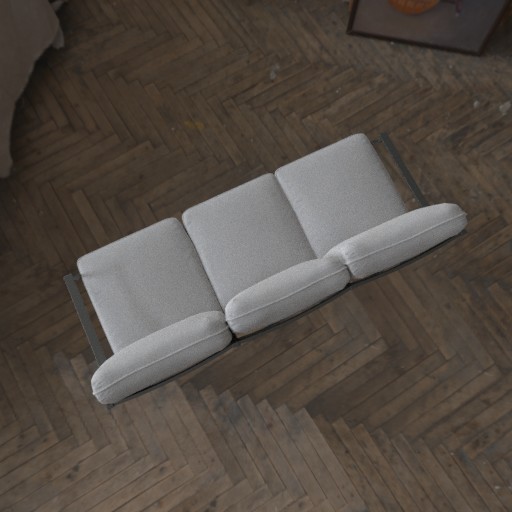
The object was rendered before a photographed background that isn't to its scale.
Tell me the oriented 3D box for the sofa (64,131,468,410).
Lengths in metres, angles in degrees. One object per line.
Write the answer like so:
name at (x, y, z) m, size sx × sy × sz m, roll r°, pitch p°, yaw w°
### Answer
sofa at (0.000, 0.000, 2.227) m, size 1.740 × 0.860 × 0.787 m, roll -25°, pitch 77°, yaw -6°
